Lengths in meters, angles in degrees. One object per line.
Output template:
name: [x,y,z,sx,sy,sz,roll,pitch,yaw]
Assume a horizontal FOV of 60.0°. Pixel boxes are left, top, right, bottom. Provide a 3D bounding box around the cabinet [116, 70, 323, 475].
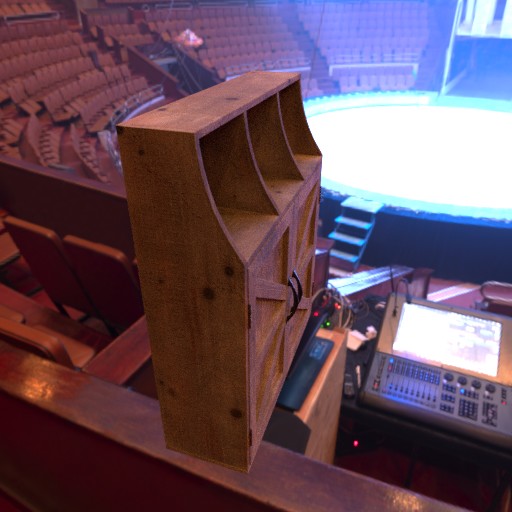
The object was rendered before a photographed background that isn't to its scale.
cabinet: [0.000,0.000,0.846,0.184,0.590,0.489,10,32,16]
